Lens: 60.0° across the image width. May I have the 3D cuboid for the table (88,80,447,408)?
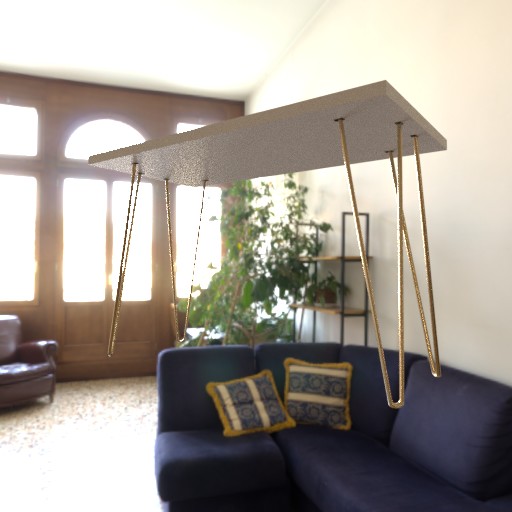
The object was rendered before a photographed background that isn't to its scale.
[{"bbox_3d":[0.000,0.000,1.348,0.991,0.660,0.498,-1,-2,36],"label":"table"}]
